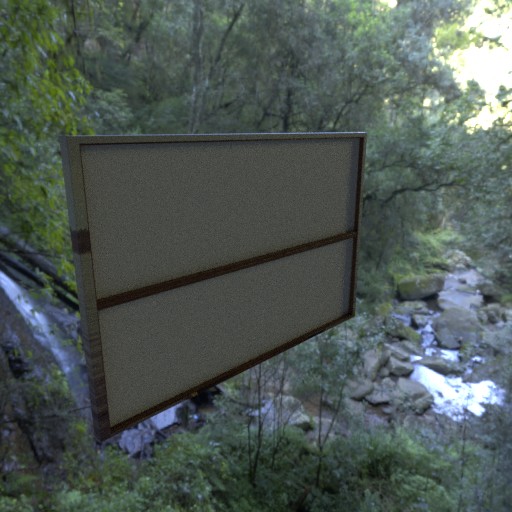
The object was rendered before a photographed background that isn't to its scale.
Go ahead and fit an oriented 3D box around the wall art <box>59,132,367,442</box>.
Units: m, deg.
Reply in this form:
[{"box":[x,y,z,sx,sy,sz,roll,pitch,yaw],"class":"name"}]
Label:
[{"box":[0.000,0.000,1.434,1.149,0.765,0.040,-15,22,-42],"class":"wall art"}]
